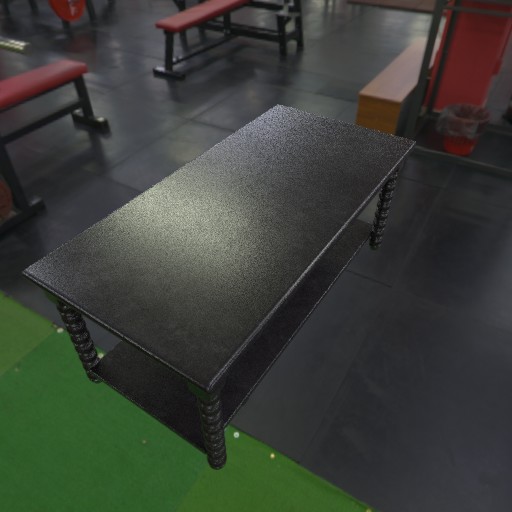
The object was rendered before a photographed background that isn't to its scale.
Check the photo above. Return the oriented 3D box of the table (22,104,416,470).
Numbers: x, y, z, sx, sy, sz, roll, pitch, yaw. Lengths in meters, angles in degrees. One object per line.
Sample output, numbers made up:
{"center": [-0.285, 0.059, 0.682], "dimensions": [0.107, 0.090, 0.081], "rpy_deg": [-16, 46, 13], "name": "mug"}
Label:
{"center": [0.000, 0.000, 1.460], "dimensions": [0.580, 0.487, 1.171], "rpy_deg": [24, 47, 24], "name": "table"}
